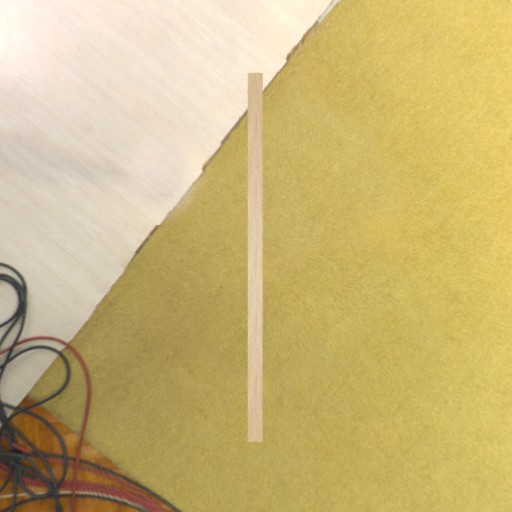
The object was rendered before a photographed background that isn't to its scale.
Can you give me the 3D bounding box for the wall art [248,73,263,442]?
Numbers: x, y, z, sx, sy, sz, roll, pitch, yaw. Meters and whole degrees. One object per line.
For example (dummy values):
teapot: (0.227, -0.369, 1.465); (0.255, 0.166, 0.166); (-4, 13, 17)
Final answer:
wall art: (0.000, 0.000, 0.787); (0.016, 0.611, 0.401); (0, 90, 0)
